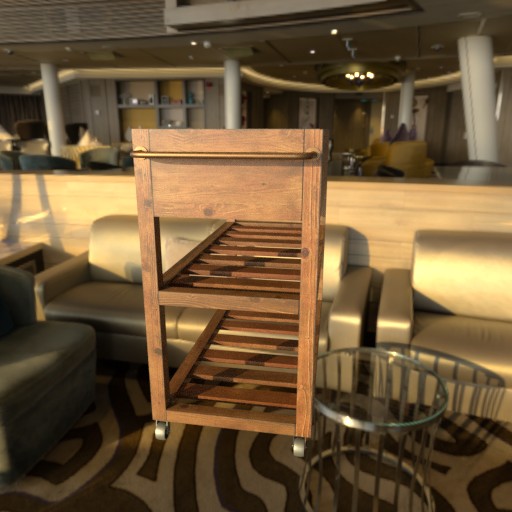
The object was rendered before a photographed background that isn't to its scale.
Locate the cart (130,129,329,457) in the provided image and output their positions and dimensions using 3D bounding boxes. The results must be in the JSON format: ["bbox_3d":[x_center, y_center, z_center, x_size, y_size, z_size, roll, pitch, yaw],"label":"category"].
[{"bbox_3d":[0.000,0.000,1.512,0.445,0.830,1.065,3,16,9],"label":"cart"}]
